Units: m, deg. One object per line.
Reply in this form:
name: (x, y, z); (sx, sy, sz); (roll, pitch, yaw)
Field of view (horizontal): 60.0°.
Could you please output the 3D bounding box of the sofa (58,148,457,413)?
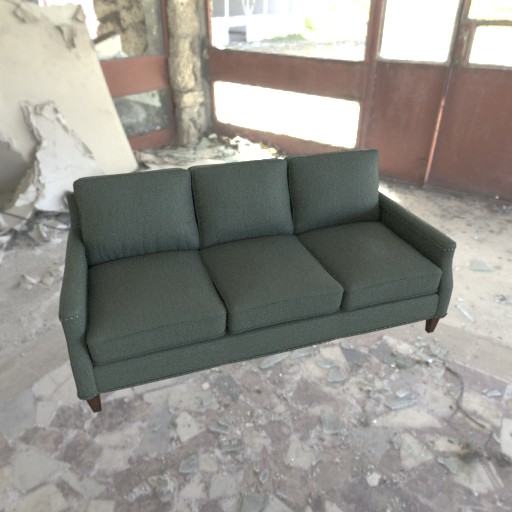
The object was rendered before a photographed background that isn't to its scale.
sofa: (0.000, 0.000, 2.793); (2.246, 1.003, 1.084); (-9, 32, -15)
